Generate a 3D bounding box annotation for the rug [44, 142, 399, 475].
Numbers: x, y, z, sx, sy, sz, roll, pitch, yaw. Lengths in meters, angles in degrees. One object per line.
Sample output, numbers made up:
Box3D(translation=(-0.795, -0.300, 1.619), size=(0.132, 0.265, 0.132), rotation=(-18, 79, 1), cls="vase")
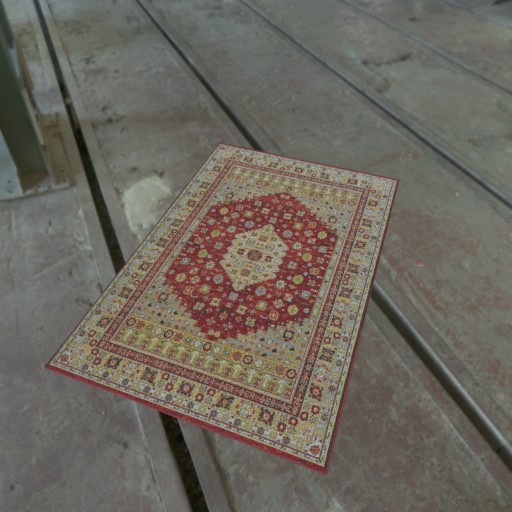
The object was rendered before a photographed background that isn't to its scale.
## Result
Box3D(translation=(0.000, 0.000, 2.264), size=(1.194, 0.013, 1.802), rotation=(15, 48, 14), cls="rug")
